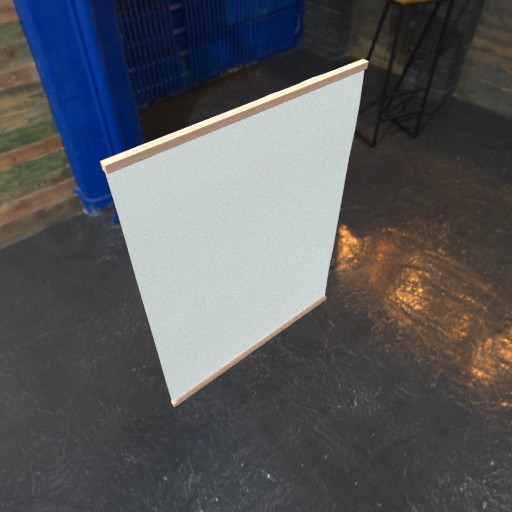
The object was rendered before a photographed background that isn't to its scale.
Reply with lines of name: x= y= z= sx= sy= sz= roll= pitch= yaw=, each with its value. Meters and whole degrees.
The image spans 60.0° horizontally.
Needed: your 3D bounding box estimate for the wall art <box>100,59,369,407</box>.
wall art: x=0.000 y=0.000 z=1.370 sx=0.758 sy=1.013 sz=0.020 roll=-31 pitch=53 yaw=-26
